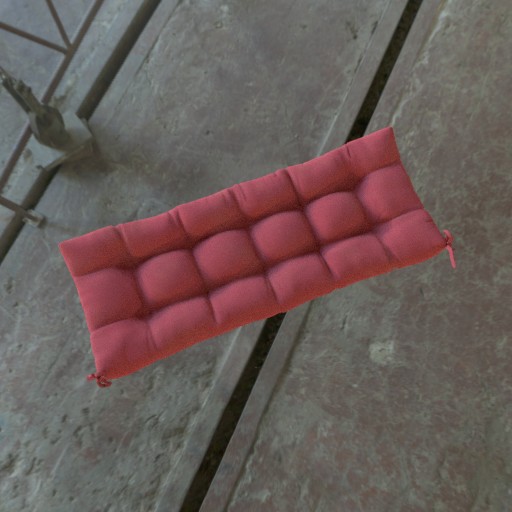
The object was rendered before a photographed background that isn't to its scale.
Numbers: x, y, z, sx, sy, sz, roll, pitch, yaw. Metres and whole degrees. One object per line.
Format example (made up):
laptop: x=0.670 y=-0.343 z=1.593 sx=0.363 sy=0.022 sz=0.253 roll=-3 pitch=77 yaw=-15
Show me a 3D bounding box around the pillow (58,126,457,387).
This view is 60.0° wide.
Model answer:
pillow: x=0.000 y=0.000 z=1.368 sx=1.194 sy=0.174 sz=0.511 roll=-20 pitch=77 yaw=-5
